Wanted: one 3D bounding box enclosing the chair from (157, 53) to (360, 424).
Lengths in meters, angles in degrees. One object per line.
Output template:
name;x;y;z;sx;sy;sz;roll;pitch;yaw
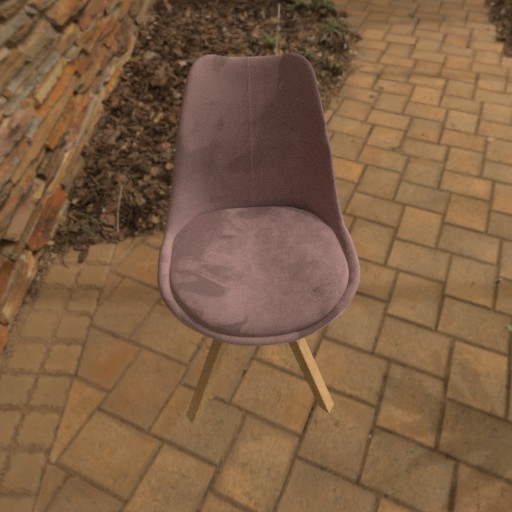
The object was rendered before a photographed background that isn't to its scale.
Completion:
chair;0.000;0.000;1.175;0.485;0.850;0.550;-3;47;-3
